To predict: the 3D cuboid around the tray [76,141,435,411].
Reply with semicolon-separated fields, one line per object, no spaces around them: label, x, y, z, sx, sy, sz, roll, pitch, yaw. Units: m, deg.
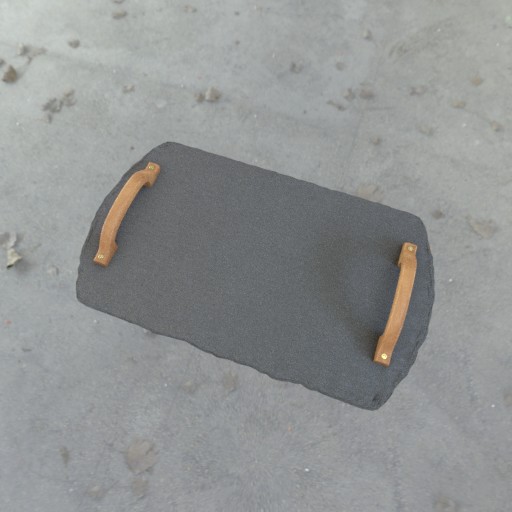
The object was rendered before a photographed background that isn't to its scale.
tray;0.000;0.000;0.482;0.387;0.062;0.231;18;66;8
